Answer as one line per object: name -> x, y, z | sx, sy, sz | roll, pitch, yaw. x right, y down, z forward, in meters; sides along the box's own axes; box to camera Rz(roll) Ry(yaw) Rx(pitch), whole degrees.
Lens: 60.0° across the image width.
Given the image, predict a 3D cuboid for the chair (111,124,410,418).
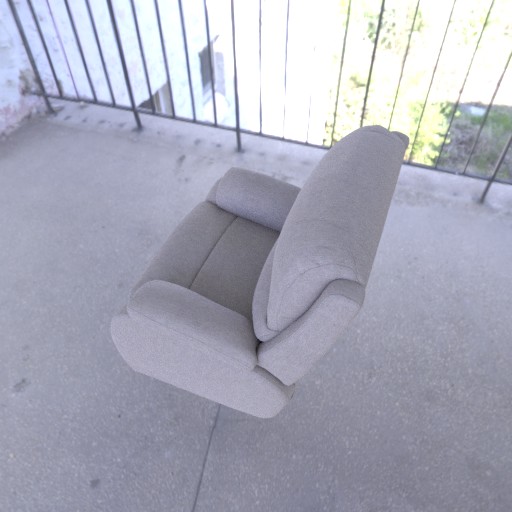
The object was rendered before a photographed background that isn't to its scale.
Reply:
chair -> 0.000, 0.000, 1.766 | 0.899, 1.011, 0.930 | 16, 48, 15
